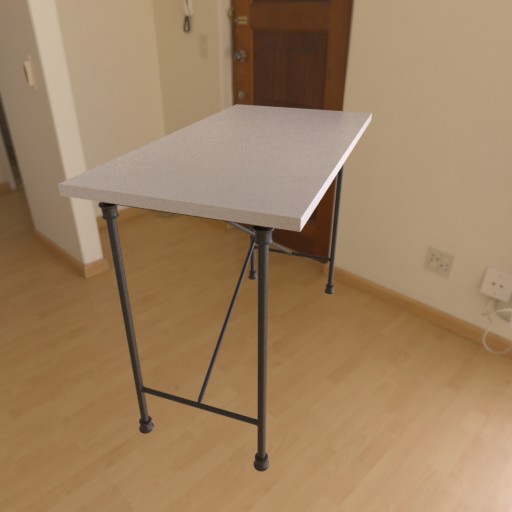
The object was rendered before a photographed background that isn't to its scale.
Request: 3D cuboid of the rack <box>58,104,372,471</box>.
[{"bbox_3d":[0.000,0.000,1.677,0.613,0.880,1.159,10,30,17],"label":"rack"}]
